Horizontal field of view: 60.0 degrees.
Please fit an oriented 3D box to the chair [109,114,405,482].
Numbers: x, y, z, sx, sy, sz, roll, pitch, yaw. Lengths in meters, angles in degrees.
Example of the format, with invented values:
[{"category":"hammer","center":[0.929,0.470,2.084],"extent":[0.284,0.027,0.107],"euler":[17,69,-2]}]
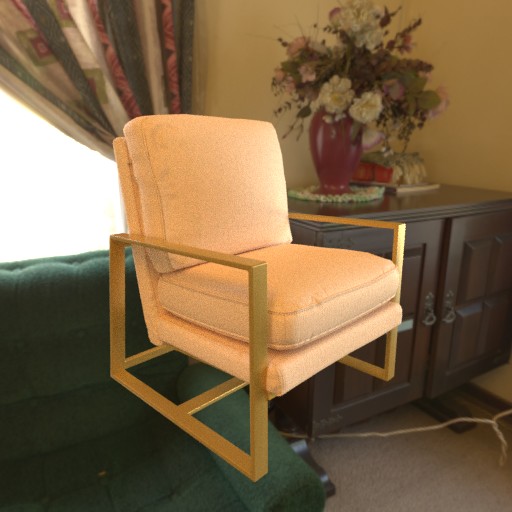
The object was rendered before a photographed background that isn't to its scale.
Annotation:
[{"category":"chair","center":[0.000,0.000,1.553],"extent":[0.813,0.956,0.758],"euler":[14,20,43]}]
